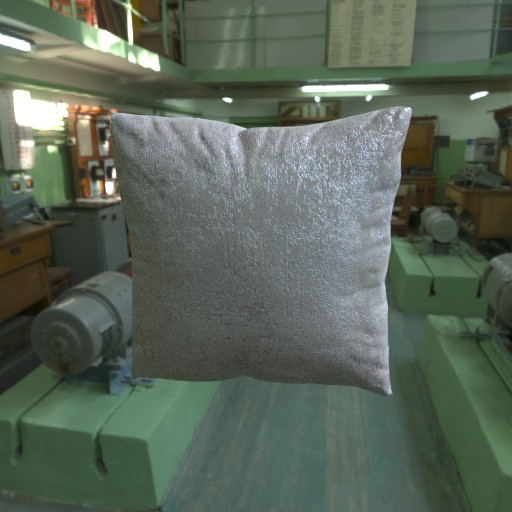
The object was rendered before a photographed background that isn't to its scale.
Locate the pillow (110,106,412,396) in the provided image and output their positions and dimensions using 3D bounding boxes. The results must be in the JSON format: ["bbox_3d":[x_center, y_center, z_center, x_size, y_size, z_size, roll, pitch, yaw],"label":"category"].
[{"bbox_3d":[0.000,0.000,0.707,0.450,0.448,0.245,2,15,9],"label":"pillow"}]
